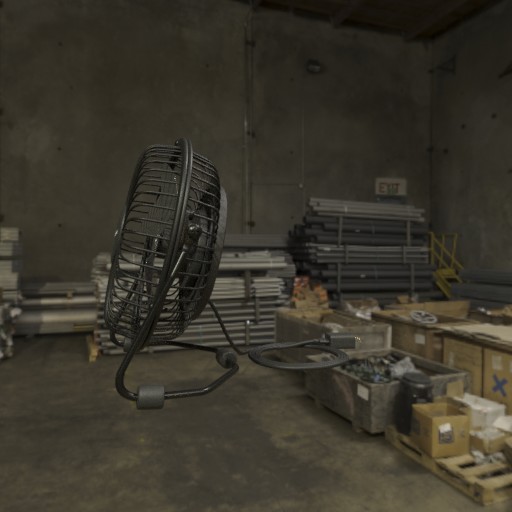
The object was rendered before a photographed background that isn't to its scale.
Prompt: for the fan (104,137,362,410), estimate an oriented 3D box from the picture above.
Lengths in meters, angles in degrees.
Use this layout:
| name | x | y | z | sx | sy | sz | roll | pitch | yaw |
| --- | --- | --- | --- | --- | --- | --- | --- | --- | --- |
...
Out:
| name | x | y | z | sx | sy | sz | roll | pitch | yaw |
| --- | --- | --- | --- | --- | --- | --- | --- | --- | --- |
| fan | 0.000 | 0.000 | 0.310 | 0.202 | 0.152 | 0.153 | 0 | 0 | -19 |
